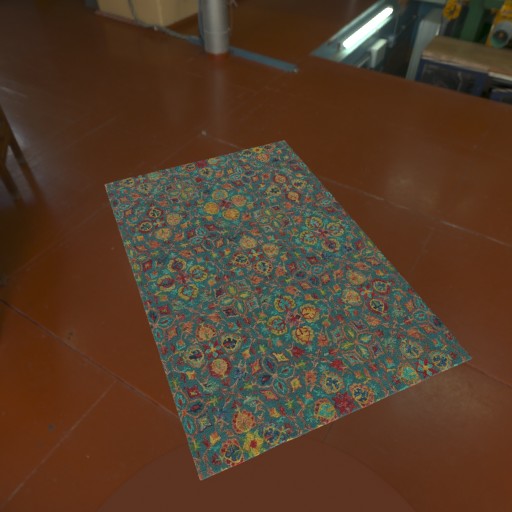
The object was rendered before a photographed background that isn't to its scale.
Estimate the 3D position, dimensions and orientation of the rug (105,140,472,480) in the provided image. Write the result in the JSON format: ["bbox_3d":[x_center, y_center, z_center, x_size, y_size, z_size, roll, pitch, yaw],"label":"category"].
[{"bbox_3d":[0.000,0.000,2.872,1.527,0.016,2.290,-18,49,-16],"label":"rug"}]
